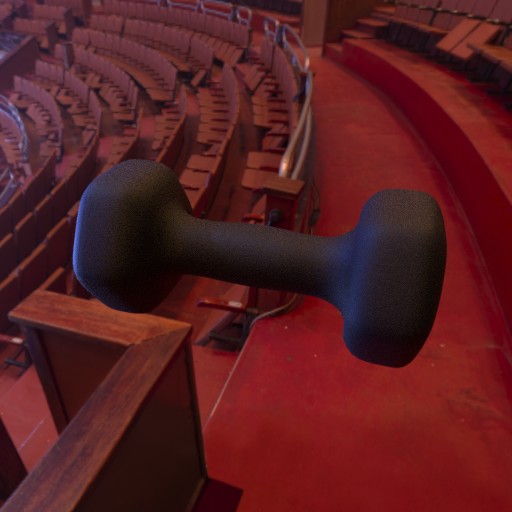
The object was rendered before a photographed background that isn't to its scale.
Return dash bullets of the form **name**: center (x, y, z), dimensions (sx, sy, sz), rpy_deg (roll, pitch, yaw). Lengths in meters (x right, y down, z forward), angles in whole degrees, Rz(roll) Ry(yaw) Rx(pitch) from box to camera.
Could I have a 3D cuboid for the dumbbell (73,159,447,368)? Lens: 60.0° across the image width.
- **dumbbell**: center (0.000, 0.000, 0.297), dimensions (0.231, 0.101, 0.112), rpy_deg (9, 33, 15)
